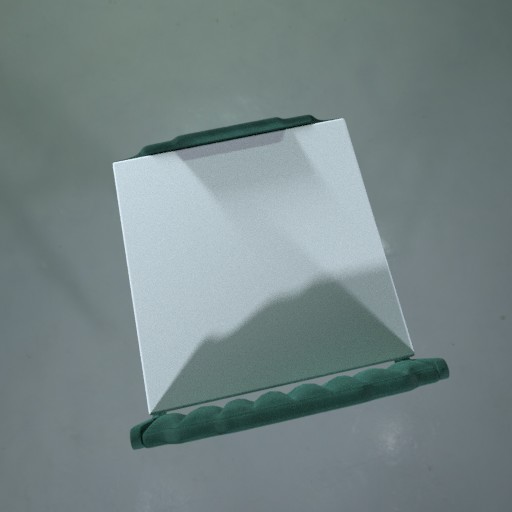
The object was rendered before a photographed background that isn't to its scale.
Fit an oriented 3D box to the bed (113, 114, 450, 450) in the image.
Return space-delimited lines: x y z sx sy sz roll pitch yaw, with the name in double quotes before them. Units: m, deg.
"bed" 0.000 0.000 3.472 2.074 1.245 2.340 -12 76 -3
